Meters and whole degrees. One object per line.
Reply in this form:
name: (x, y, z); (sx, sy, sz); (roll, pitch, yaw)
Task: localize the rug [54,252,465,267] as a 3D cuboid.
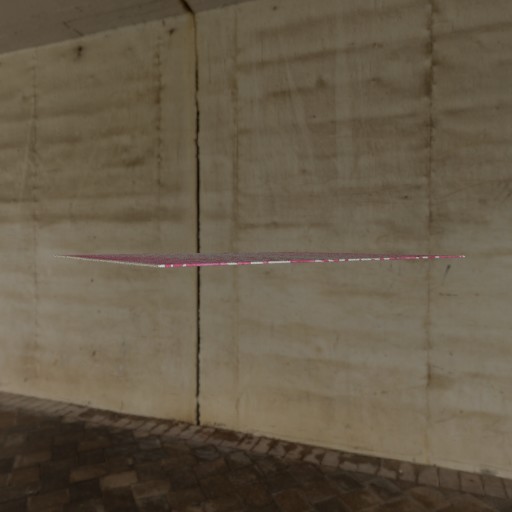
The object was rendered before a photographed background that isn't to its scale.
rug: (0.000, 0.000, 4.202); (3.095, 0.016, 2.441); (-1, 2, -36)
